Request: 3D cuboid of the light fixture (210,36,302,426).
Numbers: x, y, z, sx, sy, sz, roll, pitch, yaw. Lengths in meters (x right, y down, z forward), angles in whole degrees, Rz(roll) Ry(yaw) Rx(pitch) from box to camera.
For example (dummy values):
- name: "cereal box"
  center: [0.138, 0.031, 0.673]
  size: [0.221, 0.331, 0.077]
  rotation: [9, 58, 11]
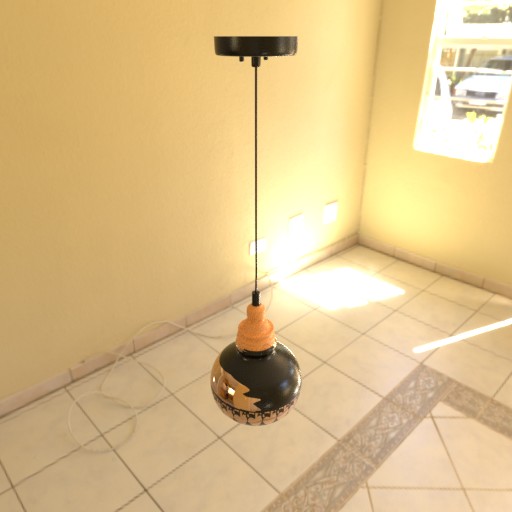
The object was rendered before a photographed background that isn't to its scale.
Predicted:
- name: "light fixture"
  center: [0.000, 0.000, 1.808]
  size: [0.430, 1.606, 0.430]
  rotation: [18, 32, 32]
